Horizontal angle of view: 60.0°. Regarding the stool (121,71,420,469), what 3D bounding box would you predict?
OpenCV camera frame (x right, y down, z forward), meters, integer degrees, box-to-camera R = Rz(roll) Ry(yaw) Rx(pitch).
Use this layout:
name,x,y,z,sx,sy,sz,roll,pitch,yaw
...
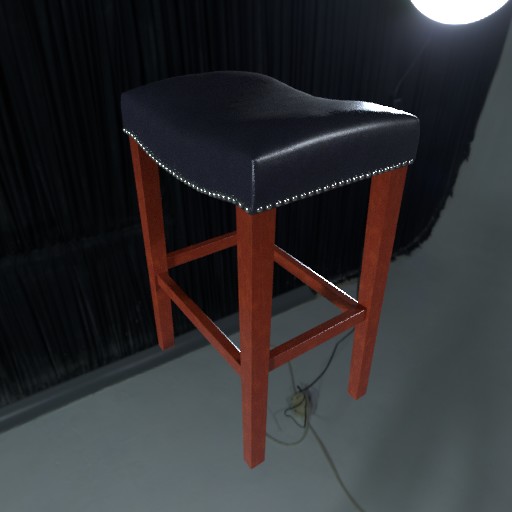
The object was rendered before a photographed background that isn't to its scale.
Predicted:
name,x,y,z,sx,sy,sz,roll,pitch,yaw
stool,0.000,0.000,1.035,0.372,0.742,0.504,-21,38,-29
